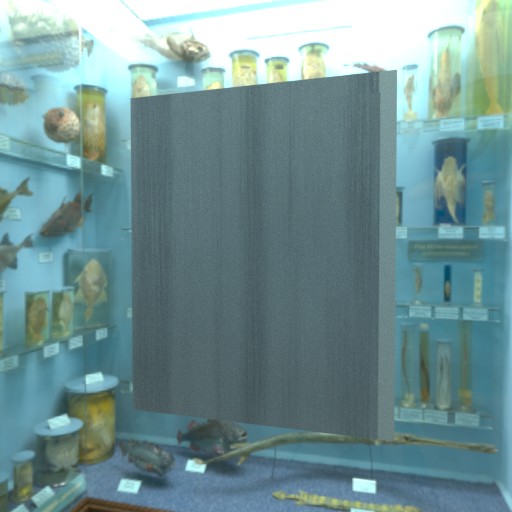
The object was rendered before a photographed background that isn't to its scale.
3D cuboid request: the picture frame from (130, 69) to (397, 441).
[{"bbox_3d":[0.000,0.000,0.748,0.449,0.555,0.046,0,2,17],"label":"picture frame"}]
